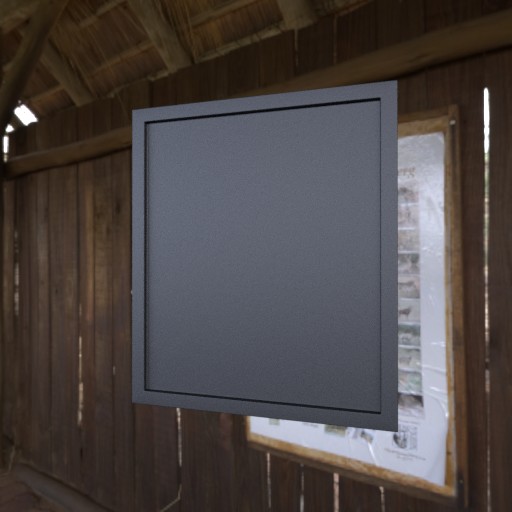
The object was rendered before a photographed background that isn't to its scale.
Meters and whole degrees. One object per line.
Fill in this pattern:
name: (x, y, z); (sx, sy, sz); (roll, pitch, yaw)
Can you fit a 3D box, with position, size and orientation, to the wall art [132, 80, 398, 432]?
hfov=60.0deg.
wall art: (0.000, 0.000, 0.539); (0.328, 0.381, 0.028); (0, 0, 17)
